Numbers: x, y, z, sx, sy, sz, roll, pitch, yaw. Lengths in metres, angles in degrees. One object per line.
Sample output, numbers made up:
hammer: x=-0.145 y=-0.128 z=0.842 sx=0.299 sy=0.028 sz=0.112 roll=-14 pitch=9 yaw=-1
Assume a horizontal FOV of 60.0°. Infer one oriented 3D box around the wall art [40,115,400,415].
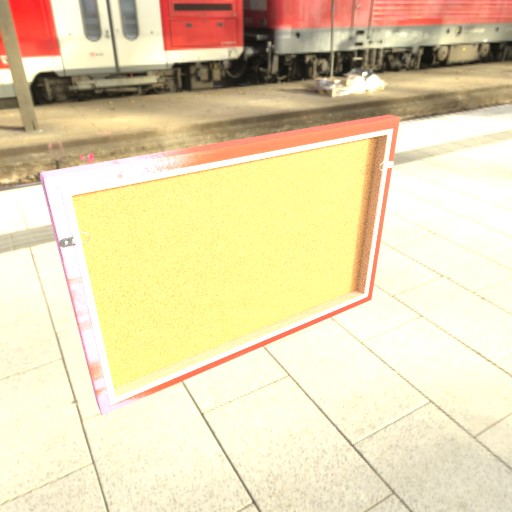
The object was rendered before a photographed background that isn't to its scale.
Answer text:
wall art: x=0.000 y=0.000 z=1.156 sx=0.913 sy=0.609 sz=0.040 roll=-17 pitch=34 yaw=-28
